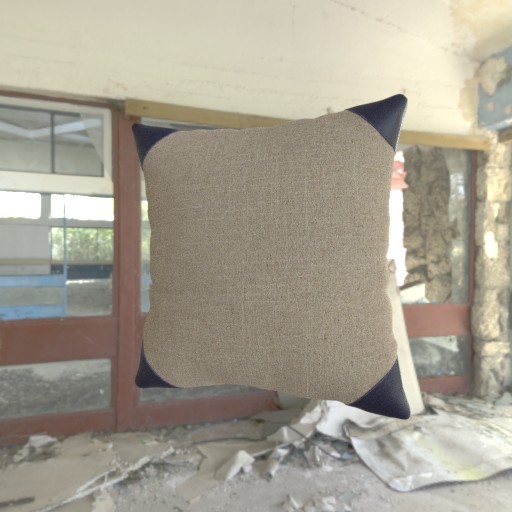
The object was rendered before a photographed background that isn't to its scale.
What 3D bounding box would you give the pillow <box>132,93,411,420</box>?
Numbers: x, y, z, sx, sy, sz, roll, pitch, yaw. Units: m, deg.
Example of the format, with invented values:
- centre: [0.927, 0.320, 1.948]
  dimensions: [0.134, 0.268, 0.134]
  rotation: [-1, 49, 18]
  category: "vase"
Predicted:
- centre: [0.000, 0.000, 0.665]
  dimensions: [0.440, 0.441, 0.147]
  rotation: [0, 1, 18]
  category: "pillow"
